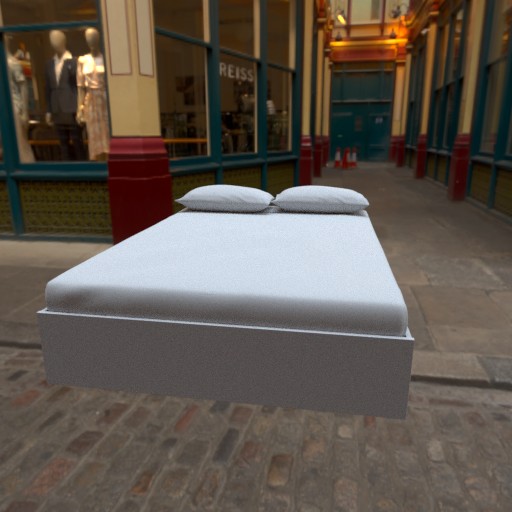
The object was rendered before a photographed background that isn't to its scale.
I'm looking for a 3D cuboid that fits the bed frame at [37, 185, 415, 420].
[{"bbox_3d":[0.000,0.000,2.576,1.450,0.629,1.950,3,16,9],"label":"bed frame"}]
